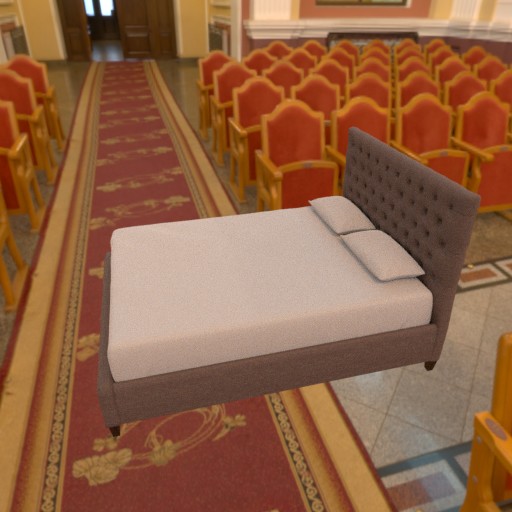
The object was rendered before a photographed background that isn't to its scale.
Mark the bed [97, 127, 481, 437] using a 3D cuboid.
[{"bbox_3d":[0.000,0.000,3.414,2.387,1.427,1.698,-8,31,-13],"label":"bed"}]
